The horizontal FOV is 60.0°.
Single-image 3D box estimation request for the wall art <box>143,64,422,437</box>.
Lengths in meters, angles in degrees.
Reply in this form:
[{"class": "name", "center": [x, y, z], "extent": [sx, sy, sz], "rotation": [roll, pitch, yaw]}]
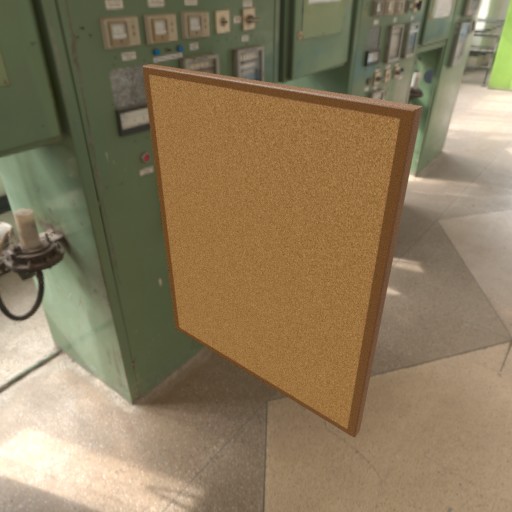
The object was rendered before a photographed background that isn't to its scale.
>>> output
[{"class": "wall art", "center": [0.000, 0.000, 0.739], "extent": [0.449, 0.550, 0.021], "rotation": [23, 39, 32]}]
